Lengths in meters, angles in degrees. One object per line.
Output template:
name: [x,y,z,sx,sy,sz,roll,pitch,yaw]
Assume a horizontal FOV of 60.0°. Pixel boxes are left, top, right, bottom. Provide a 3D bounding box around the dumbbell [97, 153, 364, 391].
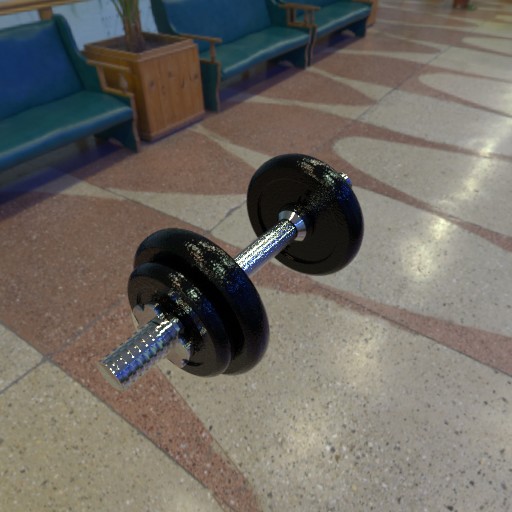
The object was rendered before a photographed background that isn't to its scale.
dumbbell: [0.000,0.000,0.608,0.202,0.202,0.497,25,45,28]
